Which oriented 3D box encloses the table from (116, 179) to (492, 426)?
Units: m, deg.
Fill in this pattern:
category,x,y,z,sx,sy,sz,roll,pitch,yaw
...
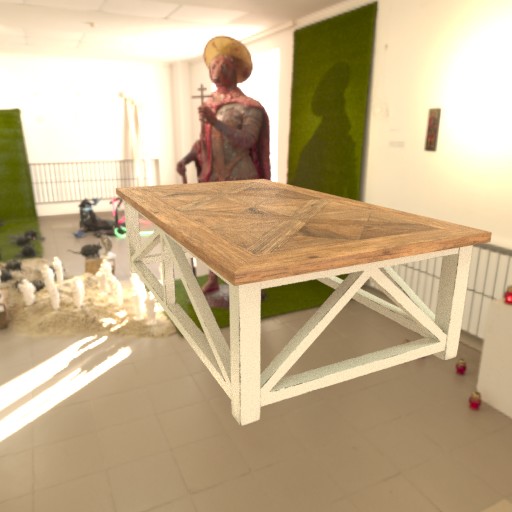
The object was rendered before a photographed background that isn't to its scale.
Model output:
category,x,y,z,sx,sy,sz,roll,pitch,yaw
table,0.000,0.000,1.746,0.800,0.410,1.400,-8,19,-25
